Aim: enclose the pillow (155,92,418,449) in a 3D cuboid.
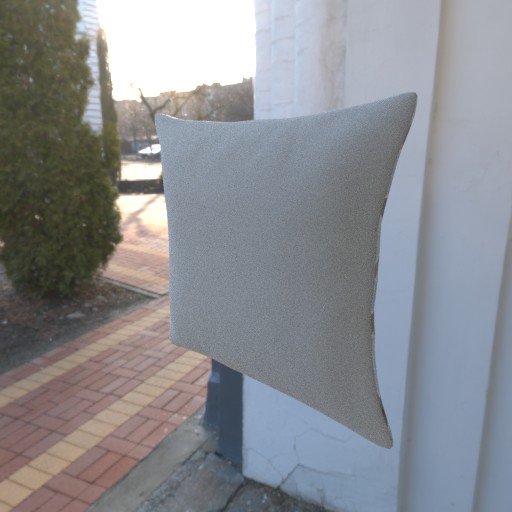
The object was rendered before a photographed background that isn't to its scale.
[{"bbox_3d":[0.000,0.000,0.785,0.552,0.508,0.166,13,18,42],"label":"pillow"}]
